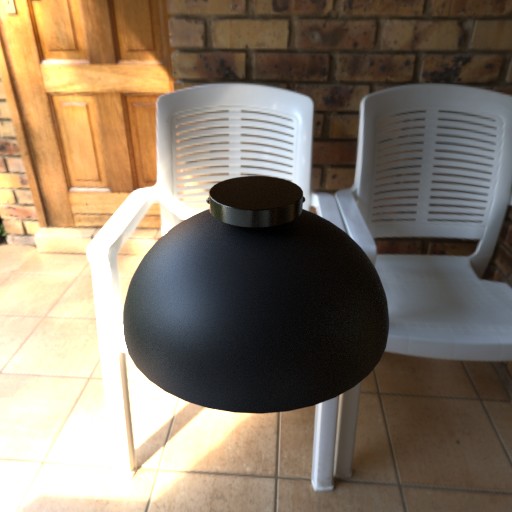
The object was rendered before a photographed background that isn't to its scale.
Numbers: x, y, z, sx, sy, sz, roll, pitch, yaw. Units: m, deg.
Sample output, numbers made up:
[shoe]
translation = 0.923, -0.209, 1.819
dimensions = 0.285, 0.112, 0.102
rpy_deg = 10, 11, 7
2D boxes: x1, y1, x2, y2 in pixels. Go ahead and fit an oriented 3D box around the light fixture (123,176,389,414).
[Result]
[light fixture]
translation = 0.000, 0.000, 0.571
dimensions = 0.355, 0.177, 0.355
rpy_deg = 0, 29, 0
